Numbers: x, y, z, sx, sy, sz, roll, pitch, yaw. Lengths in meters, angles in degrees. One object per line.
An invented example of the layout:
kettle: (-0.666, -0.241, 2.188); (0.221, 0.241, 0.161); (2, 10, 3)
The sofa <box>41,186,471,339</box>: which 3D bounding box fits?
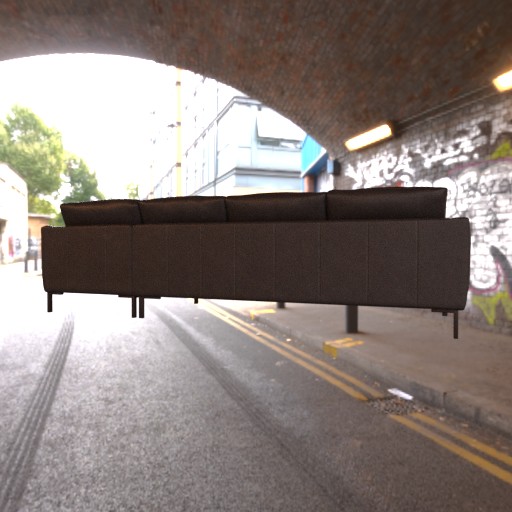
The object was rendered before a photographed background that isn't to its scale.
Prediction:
sofa: (0.000, 0.000, 3.556); (2.993, 0.859, 1.471); (0, 1, 20)
